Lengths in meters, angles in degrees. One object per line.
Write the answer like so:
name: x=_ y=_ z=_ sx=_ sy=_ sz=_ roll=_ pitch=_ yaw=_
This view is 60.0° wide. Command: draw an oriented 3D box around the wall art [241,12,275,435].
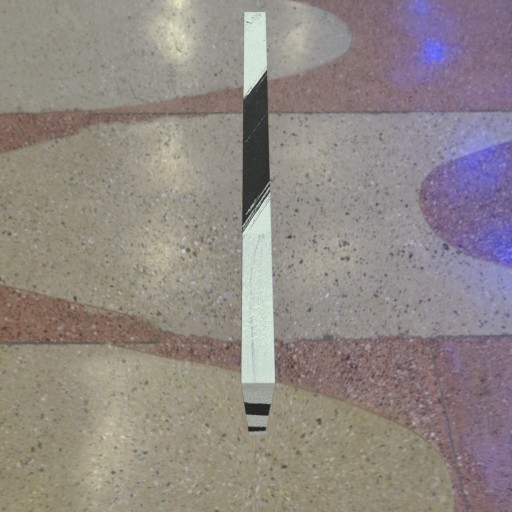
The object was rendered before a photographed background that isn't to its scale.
wall art: x=0.000 y=0.000 z=1.101 sx=0.046 sy=0.765 sz=0.765 roll=0 pitch=63 yaw=0
